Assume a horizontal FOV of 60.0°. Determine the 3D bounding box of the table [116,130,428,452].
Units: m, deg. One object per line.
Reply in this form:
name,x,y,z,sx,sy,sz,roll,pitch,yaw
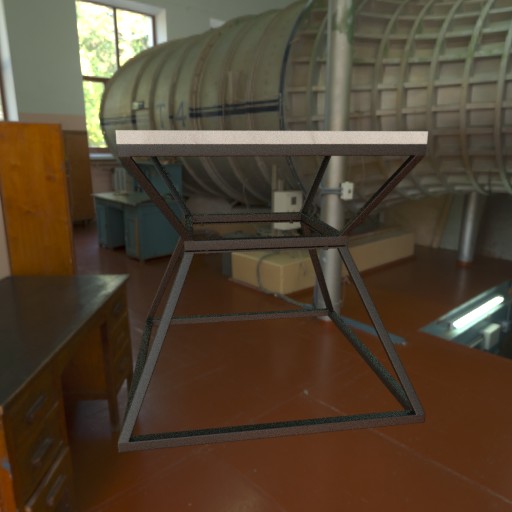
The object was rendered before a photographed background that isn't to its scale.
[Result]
table,0.000,0.000,0.810,0.455,0.431,0.455,-2,15,-8
